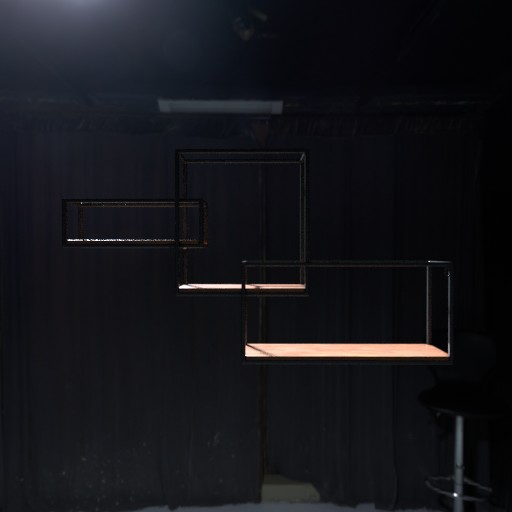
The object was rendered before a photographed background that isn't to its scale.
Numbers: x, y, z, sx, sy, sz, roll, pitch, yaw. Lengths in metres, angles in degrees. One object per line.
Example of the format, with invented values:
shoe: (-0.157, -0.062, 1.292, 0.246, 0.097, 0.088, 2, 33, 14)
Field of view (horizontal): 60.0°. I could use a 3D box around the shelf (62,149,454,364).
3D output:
shelf: (0.000, 0.000, 2.131, 1.781, 0.972, 0.275, 0, 1, 0)
